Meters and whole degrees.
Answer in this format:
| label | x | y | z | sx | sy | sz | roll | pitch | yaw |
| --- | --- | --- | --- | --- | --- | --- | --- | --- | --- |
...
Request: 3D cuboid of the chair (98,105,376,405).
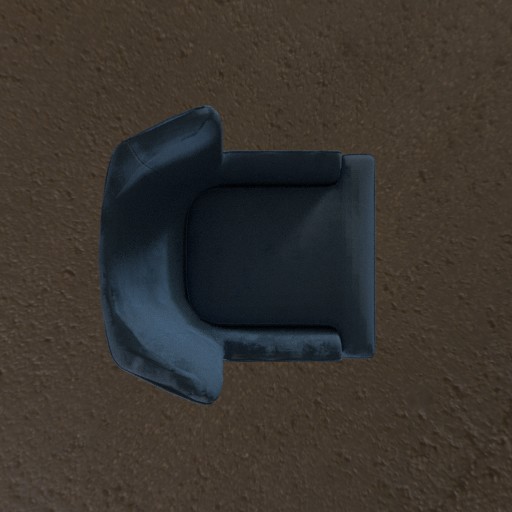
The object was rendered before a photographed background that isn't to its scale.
| label | x | y | z | sx | sy | sz | roll | pitch | yaw |
| --- | --- | --- | --- | --- | --- | --- | --- | --- | --- |
| chair | 0.000 | 0.000 | 1.629 | 0.910 | 0.952 | 0.793 | 0 | 90 | 0 |
